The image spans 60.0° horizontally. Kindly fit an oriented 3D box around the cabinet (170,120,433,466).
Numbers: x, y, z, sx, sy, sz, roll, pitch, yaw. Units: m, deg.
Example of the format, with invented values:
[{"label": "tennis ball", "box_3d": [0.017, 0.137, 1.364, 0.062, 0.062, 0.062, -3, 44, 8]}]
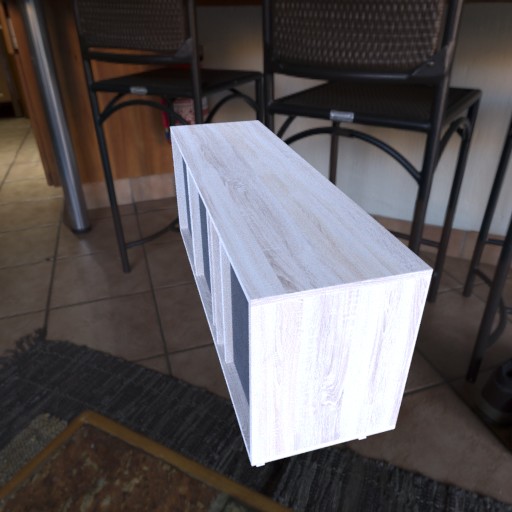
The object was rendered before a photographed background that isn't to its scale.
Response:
[{"label": "cabinet", "box_3d": [0.000, 0.000, 1.989, 0.500, 0.780, 1.650, -8, 32, -14]}]
